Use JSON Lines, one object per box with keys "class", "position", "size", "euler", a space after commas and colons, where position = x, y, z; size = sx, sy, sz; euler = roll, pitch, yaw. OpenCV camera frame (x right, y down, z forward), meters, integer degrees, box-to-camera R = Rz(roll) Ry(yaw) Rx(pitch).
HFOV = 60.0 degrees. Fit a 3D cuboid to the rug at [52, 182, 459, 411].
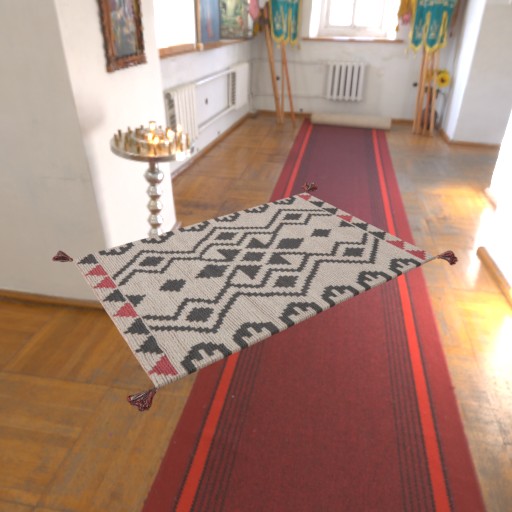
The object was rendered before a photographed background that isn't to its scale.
{"class": "rug", "position": [0.000, 0.000, 2.661], "size": [2.069, 0.067, 1.444], "euler": [-19, 36, -29]}
